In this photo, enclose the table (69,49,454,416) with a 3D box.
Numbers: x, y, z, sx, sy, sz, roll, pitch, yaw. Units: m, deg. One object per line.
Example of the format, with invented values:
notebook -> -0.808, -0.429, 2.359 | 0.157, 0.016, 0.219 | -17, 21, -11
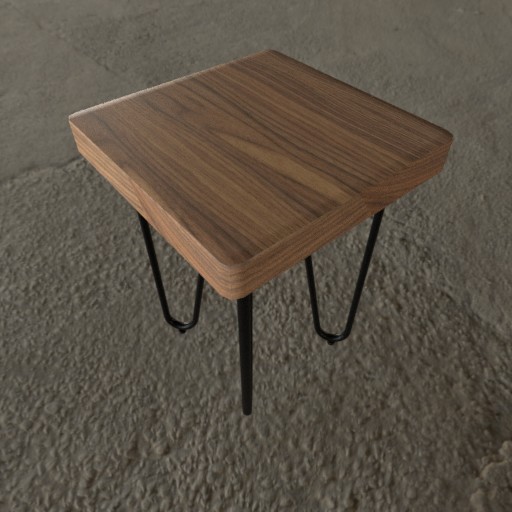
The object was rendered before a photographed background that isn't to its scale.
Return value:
table -> 0.000, 0.000, 0.985 | 0.479, 0.641, 0.480 | -31, 53, -26
